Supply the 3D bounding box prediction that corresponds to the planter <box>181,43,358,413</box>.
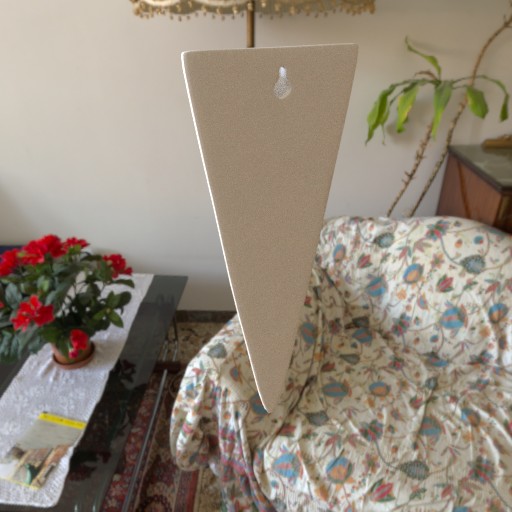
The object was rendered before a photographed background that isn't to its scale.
[{"bbox_3d":[0.000,0.000,0.392,0.143,0.338,0.065,-18,33,-30],"label":"planter"}]
